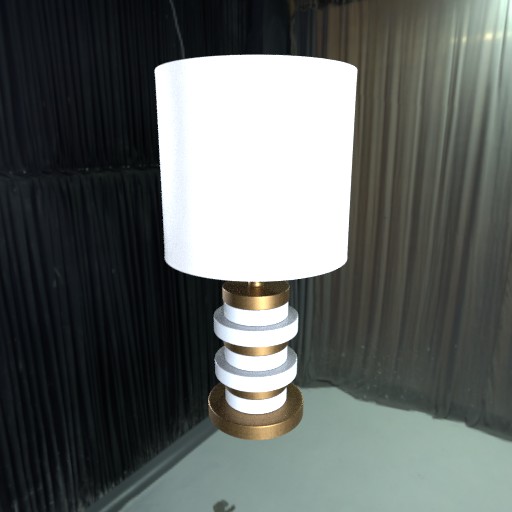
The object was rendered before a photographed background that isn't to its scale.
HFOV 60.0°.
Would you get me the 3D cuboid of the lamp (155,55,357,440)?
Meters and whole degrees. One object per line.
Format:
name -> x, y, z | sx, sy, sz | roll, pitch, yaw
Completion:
lamp -> 0.000, 0.000, 0.521 | 0.210, 0.410, 0.210 | 8, 17, 29
